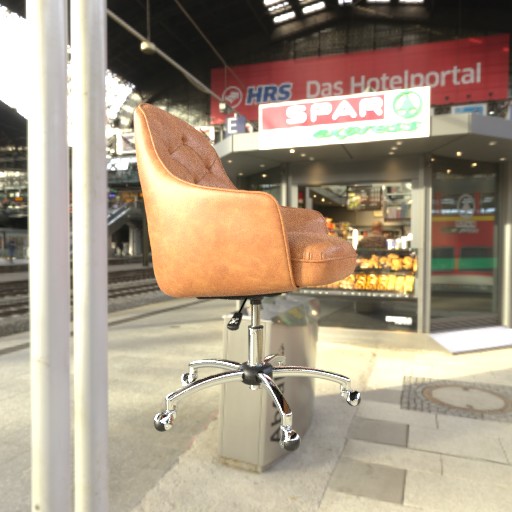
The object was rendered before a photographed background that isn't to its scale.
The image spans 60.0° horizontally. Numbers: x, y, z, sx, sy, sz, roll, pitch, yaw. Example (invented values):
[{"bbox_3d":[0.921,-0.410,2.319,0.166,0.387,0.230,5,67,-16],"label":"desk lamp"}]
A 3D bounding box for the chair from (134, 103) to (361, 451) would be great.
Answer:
[{"bbox_3d":[0.000,0.000,1.353,0.615,0.909,0.628,0,1,19],"label":"chair"}]
